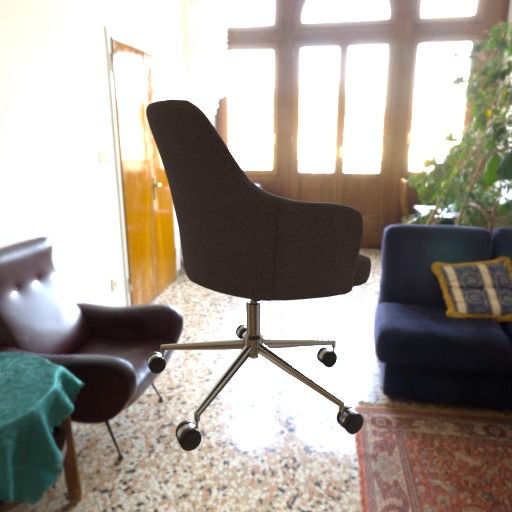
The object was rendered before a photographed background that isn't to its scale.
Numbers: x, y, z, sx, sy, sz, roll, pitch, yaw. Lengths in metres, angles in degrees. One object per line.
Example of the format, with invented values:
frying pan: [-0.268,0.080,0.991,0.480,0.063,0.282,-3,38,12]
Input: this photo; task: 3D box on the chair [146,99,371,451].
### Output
chair: [0.000,0.000,1.270,0.600,0.820,0.655,-7,16,-25]
